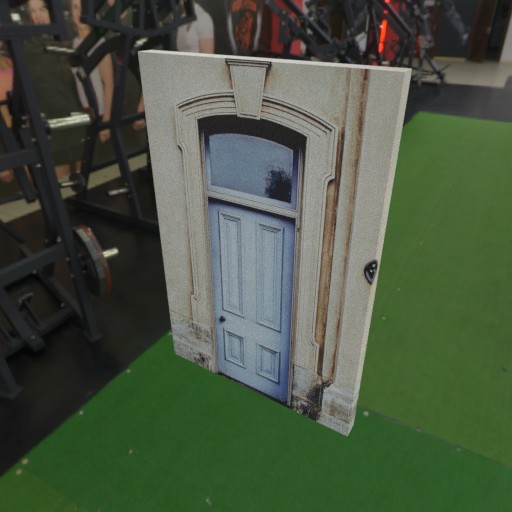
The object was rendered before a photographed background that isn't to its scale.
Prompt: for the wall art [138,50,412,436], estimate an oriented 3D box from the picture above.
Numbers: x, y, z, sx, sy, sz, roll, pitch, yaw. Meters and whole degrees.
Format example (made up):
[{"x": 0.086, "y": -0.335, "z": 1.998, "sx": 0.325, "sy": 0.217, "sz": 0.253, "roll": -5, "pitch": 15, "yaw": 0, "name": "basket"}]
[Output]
[{"x": 0.000, "y": 0.000, "z": 0.934, "sx": 0.508, "sy": 0.764, "sz": 0.038, "roll": 17, "pitch": 34, "yaw": 27, "name": "wall art"}]
